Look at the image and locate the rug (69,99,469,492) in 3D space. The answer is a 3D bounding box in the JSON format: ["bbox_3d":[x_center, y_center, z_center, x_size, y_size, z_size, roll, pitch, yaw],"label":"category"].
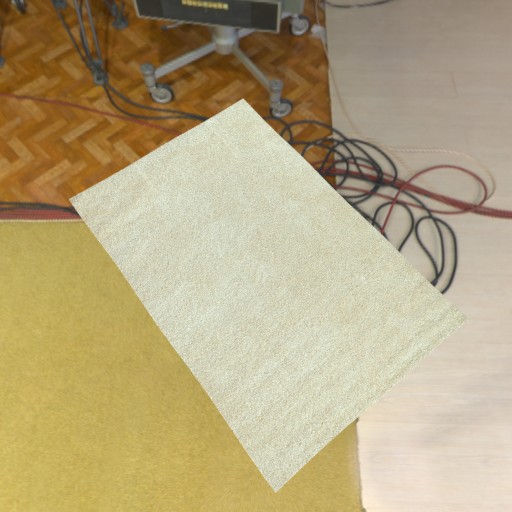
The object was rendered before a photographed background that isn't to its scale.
[{"bbox_3d":[0.000,0.000,3.430,1.800,0.025,2.699,-35,69,-15],"label":"rug"}]
